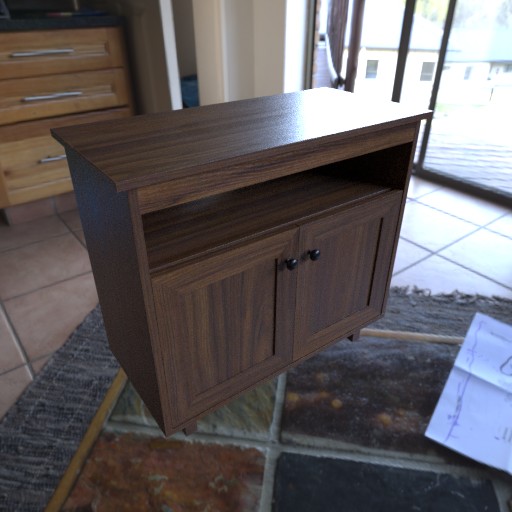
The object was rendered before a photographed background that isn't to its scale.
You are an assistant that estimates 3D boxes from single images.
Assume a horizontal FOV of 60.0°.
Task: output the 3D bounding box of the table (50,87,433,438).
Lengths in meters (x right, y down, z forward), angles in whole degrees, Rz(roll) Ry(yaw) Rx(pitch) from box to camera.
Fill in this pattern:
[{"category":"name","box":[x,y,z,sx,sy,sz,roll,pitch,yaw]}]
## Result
[{"category":"table","box":[0.000,0.000,1.196,0.802,0.725,0.390,-20,37,-30]}]
